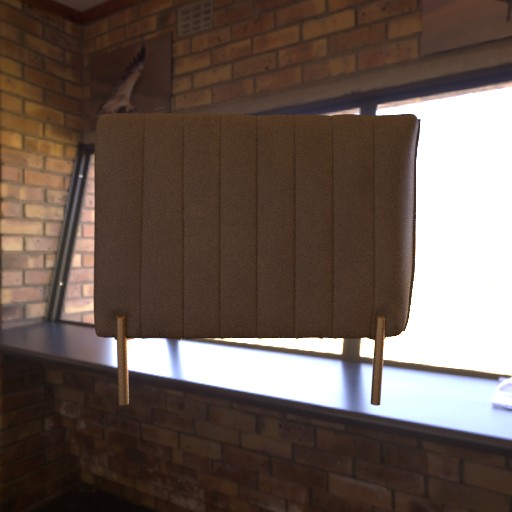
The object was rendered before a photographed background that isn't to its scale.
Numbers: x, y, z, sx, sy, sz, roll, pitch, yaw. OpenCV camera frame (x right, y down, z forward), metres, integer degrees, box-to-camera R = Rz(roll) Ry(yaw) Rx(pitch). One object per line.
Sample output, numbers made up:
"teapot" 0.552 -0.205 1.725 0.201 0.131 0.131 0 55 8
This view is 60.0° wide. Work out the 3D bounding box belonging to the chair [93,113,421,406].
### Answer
"chair" 0.000 0.000 1.614 0.876 0.779 0.981 0 0 -1
